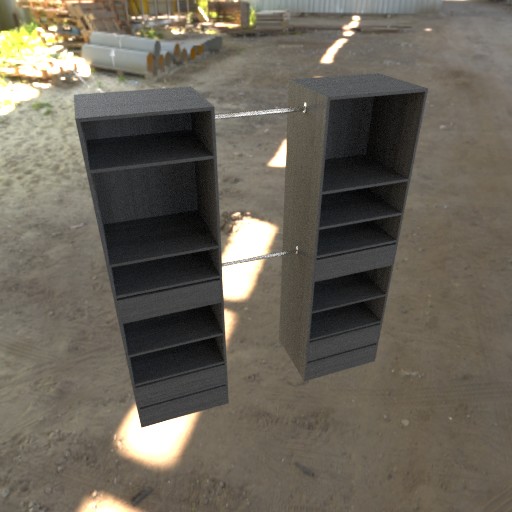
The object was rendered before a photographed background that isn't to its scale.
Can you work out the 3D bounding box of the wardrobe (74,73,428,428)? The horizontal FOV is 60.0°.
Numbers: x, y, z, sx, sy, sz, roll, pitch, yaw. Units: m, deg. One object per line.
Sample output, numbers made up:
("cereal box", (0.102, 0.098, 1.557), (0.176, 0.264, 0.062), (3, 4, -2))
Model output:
("wardrobe", (0.000, 0.000, 2.816), (1.770, 2.000, 0.480), (-11, 34, -17))
